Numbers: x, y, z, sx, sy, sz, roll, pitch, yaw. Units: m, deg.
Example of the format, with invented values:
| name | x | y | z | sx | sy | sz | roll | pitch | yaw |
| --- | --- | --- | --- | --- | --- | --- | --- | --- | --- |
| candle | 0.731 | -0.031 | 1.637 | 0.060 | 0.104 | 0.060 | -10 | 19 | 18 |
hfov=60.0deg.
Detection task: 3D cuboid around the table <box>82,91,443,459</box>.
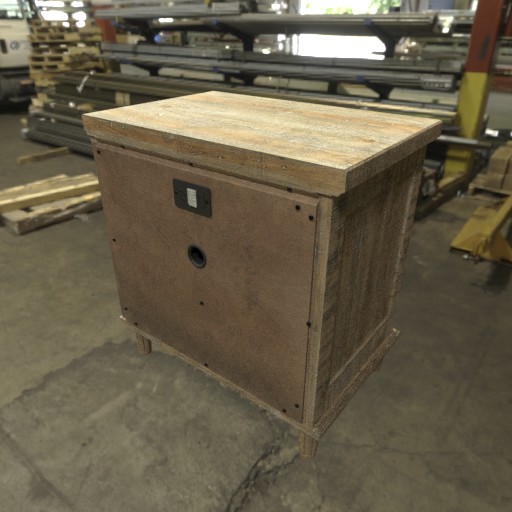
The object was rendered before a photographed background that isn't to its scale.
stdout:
| name | x | y | z | sx | sy | sz | roll | pitch | yaw |
| --- | --- | --- | --- | --- | --- | --- | --- | --- | --- |
| table | 0.000 | 0.000 | 1.163 | 0.686 | 0.711 | 0.457 | 20 | 35 | 33 |
